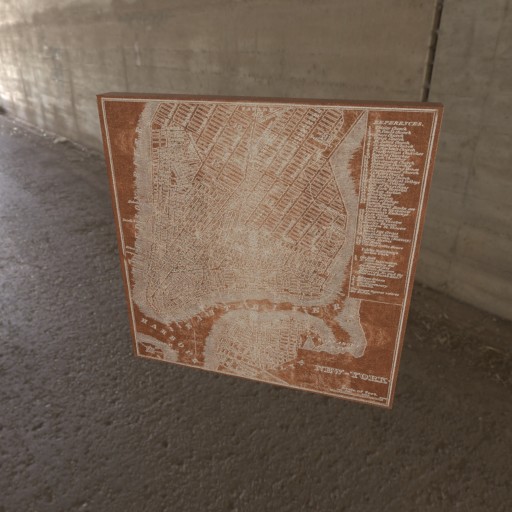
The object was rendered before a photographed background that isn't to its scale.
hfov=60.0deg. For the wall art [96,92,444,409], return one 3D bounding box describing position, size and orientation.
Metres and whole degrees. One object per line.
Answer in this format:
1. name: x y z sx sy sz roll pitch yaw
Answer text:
1. wall art: 0.000 0.000 0.597 0.403 0.403 0.035 7 27 15
